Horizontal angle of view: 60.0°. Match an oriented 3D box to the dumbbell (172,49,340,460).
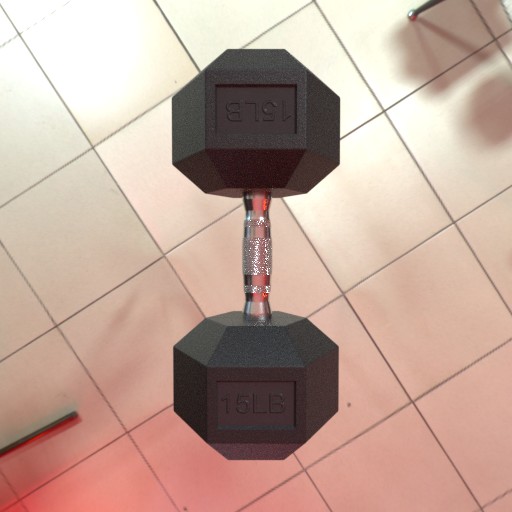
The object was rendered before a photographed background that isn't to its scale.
[{"bbox_3d":[0.000,0.000,0.324,0.122,0.106,0.271,0,92,0],"label":"dumbbell"}]
